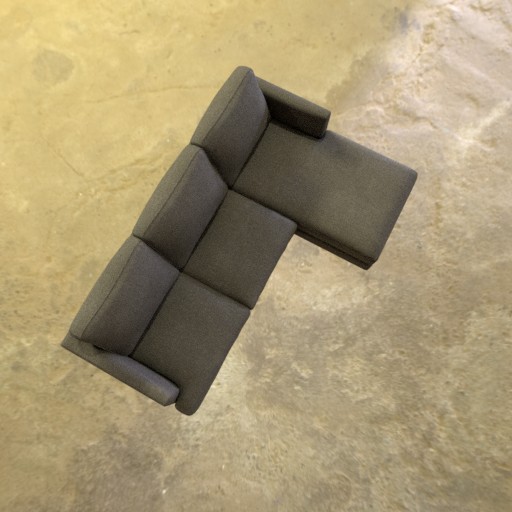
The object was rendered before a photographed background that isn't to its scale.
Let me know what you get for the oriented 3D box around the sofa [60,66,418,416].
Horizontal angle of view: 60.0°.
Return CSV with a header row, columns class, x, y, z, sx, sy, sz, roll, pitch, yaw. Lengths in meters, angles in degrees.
class,x,y,z,sx,sy,sz,roll,pitch,yaw
sofa,0.000,0.000,3.029,1.504,0.956,2.233,28,77,7
